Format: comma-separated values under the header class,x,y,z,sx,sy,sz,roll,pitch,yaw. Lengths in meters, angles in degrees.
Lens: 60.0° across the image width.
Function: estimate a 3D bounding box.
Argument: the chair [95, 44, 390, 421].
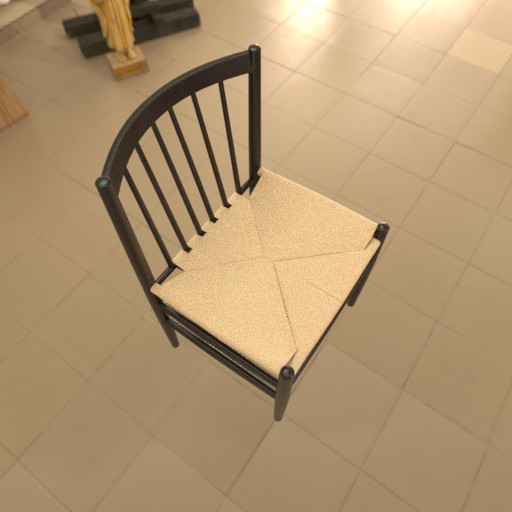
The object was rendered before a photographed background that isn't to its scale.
class,x,y,z,sx,sy,sz,roll,pitch,yaw
chair,0.000,0.000,1.161,0.516,0.818,0.495,31,64,17
